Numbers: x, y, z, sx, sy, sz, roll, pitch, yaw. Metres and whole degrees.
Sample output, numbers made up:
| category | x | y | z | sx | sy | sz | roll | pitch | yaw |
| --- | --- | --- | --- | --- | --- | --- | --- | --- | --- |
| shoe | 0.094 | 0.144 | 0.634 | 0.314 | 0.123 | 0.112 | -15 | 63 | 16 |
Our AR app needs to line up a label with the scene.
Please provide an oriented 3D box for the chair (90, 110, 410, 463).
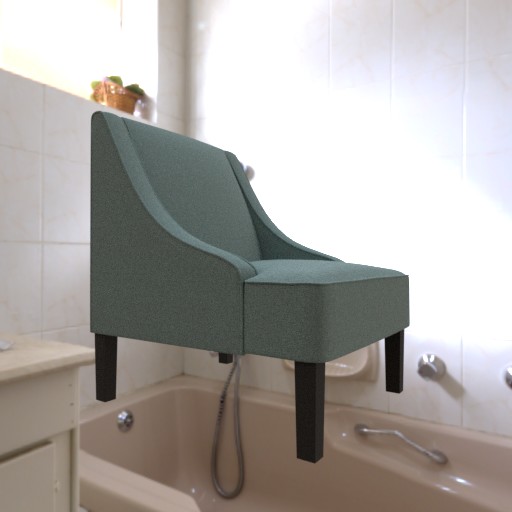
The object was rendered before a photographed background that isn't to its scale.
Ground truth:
| category | x | y | z | sx | sy | sz | roll | pitch | yaw |
| --- | --- | --- | --- | --- | --- | --- | --- | --- | --- |
| chair | 0.000 | 0.000 | 1.806 | 1.025 | 1.133 | 0.857 | 0 | 0 | 35 |
